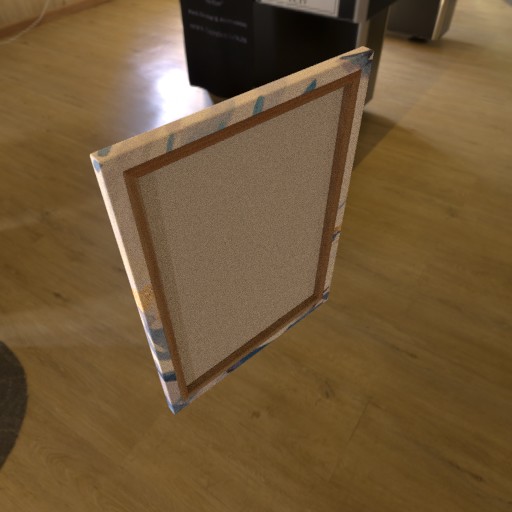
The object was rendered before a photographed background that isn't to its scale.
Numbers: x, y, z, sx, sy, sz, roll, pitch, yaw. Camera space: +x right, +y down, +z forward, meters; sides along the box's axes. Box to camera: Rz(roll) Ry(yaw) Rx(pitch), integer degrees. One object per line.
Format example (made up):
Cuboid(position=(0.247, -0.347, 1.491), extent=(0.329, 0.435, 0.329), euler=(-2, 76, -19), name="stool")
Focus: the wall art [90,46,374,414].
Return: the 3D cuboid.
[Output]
Cuboid(position=(0.000, 0.000, 1.324), extent=(0.761, 1.015, 0.038), euler=(-32, 54, -27), name="wall art")
